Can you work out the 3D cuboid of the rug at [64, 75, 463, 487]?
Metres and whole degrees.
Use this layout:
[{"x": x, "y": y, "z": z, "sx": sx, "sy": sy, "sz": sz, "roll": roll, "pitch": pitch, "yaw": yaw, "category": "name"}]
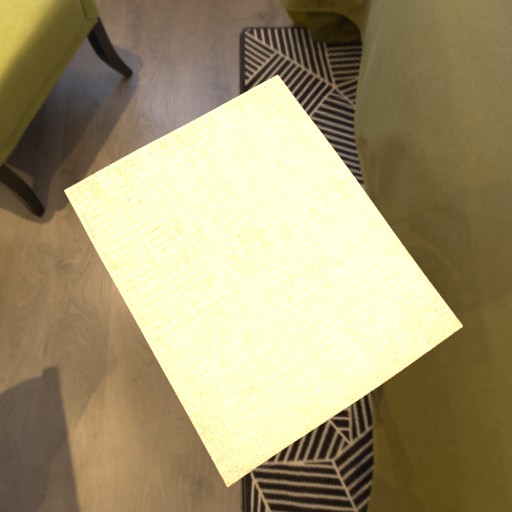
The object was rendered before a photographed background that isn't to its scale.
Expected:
[{"x": 0.000, "y": 0.000, "z": 4.084, "sx": 2.447, "sy": 0.014, "sz": 3.061, "roll": -31, "pitch": 77, "yaw": -8, "category": "rug"}]
